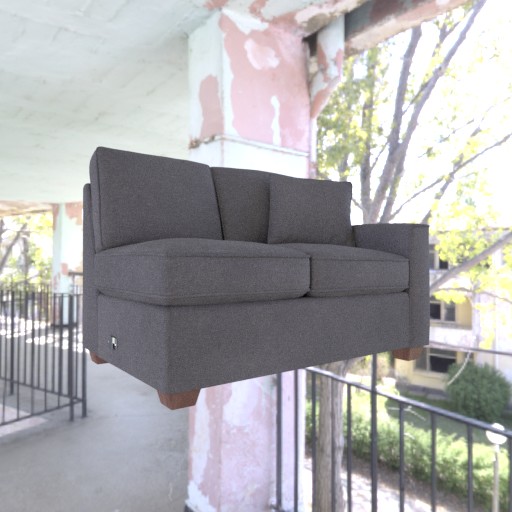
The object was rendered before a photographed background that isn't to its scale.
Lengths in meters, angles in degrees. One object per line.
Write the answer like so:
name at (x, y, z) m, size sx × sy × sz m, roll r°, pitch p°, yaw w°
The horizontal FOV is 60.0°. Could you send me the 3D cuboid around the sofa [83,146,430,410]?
sofa at (0.000, 0.000, 2.105) m, size 1.388 × 0.989 × 0.991 m, roll 1°, pitch -1°, yaw -35°
